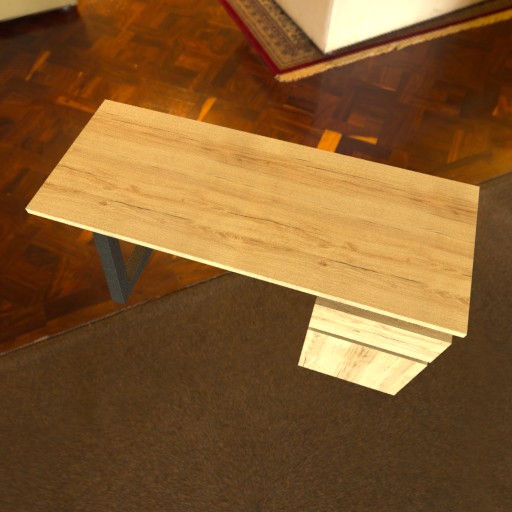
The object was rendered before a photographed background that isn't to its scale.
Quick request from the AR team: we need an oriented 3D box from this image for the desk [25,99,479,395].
[{"bbox_3d":[0.000,0.000,1.793,1.400,0.760,0.550,16,61,9],"label":"desk"}]
